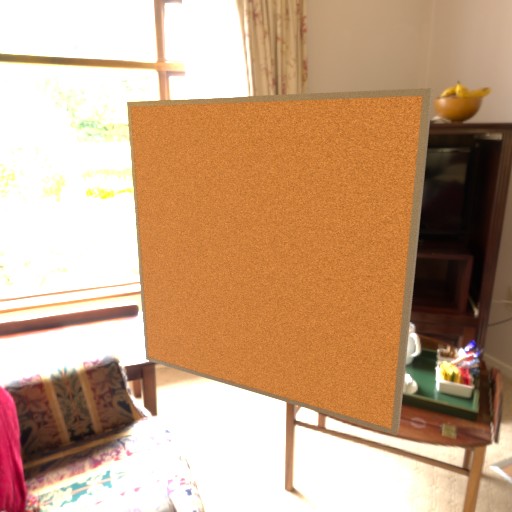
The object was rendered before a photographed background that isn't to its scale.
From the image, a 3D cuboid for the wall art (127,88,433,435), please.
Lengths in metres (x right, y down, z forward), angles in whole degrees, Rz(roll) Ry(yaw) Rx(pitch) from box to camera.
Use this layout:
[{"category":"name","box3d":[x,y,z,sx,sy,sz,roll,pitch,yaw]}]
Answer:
[{"category":"wall art","box3d":[0.000,0.000,1.189,0.809,0.807,0.038,8,17,27]}]
